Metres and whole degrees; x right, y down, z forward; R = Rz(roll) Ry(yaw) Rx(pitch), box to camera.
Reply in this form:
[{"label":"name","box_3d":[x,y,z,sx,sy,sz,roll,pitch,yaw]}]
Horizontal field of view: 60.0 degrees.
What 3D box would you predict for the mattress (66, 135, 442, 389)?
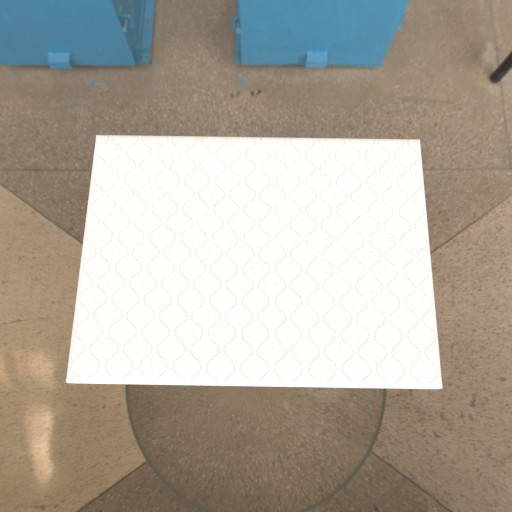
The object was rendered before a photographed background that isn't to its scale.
[{"label":"mattress","box_3d":[0.000,0.000,2.487,1.900,0.200,1.400,1,75,0]}]
